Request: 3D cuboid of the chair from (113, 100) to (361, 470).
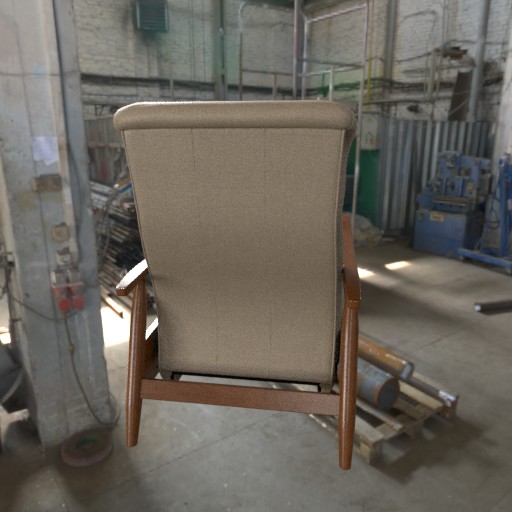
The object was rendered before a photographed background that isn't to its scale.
[{"bbox_3d":[0.000,0.000,1.733,0.762,1.082,1.032,2,15,8],"label":"chair"}]
